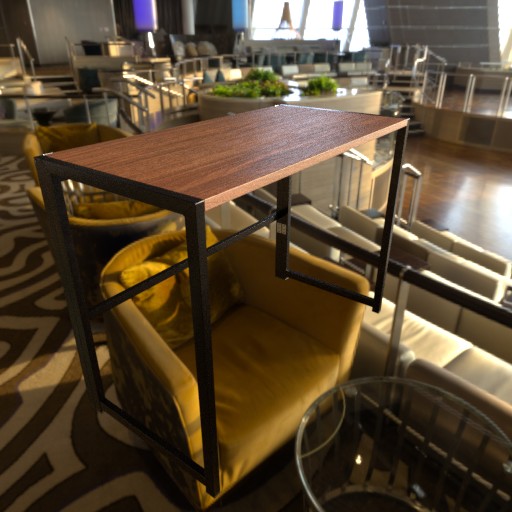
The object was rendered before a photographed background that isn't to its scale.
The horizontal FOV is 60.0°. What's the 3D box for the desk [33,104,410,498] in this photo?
[{"bbox_3d":[0.000,0.000,1.404,0.508,0.762,1.016,19,32,32],"label":"desk"}]
